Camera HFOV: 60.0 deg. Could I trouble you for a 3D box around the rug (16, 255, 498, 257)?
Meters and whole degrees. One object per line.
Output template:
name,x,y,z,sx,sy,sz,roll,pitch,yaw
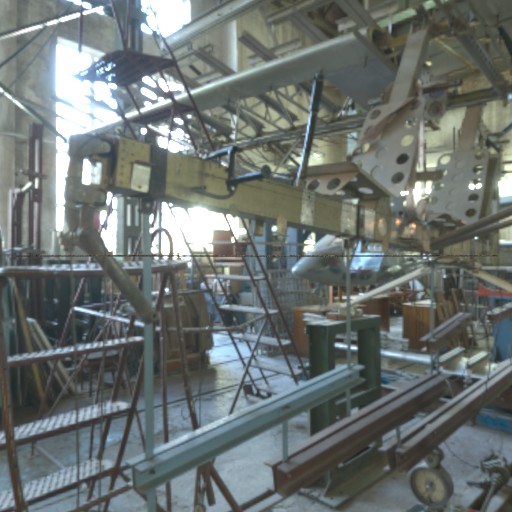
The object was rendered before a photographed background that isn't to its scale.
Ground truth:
rug,0.000,0.000,5.208,4.093,0.020,2.997,0,0,0
